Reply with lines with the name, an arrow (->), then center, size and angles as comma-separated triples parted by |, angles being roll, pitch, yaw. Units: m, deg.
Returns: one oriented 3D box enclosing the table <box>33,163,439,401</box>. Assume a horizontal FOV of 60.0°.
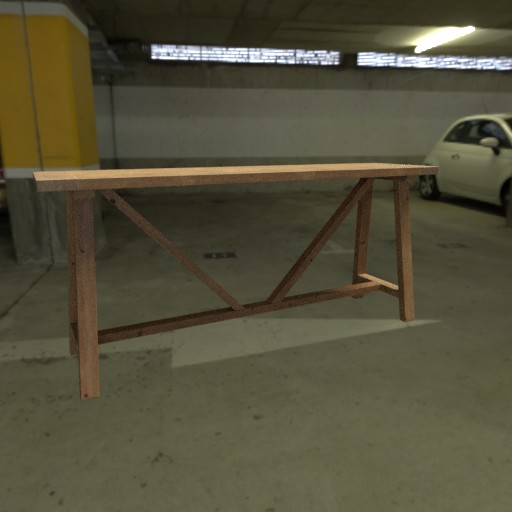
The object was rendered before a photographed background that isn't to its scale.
table -> 0.000, 0.000, 2.099 | 1.800, 0.810, 0.465 | -7, 16, -26
